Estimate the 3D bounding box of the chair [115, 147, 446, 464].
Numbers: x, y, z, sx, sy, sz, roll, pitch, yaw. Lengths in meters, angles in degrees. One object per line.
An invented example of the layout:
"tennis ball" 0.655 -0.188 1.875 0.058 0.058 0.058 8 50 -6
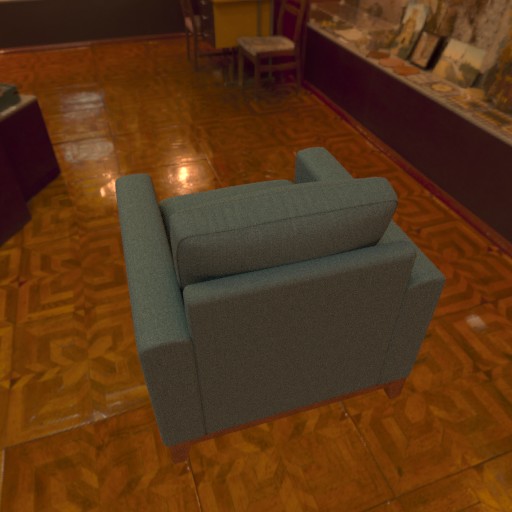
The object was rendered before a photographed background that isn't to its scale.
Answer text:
"chair" 0.000 0.000 1.858 1.024 1.010 1.038 -11 42 -13
